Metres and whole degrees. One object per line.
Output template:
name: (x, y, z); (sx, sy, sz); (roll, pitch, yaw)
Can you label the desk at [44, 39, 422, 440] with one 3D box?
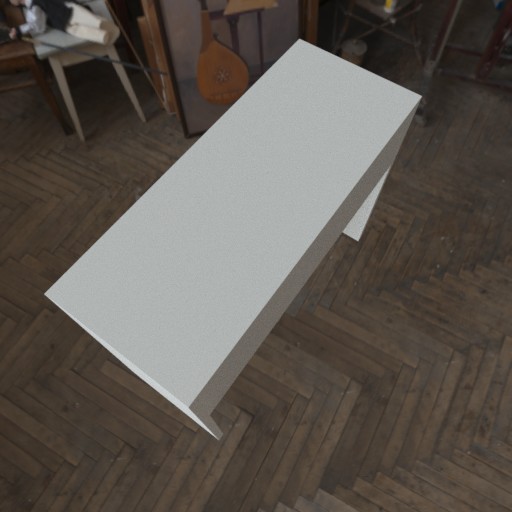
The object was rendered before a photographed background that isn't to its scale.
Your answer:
desk: (0.000, 0.000, 1.433); (0.400, 0.790, 1.000); (33, 68, 15)
